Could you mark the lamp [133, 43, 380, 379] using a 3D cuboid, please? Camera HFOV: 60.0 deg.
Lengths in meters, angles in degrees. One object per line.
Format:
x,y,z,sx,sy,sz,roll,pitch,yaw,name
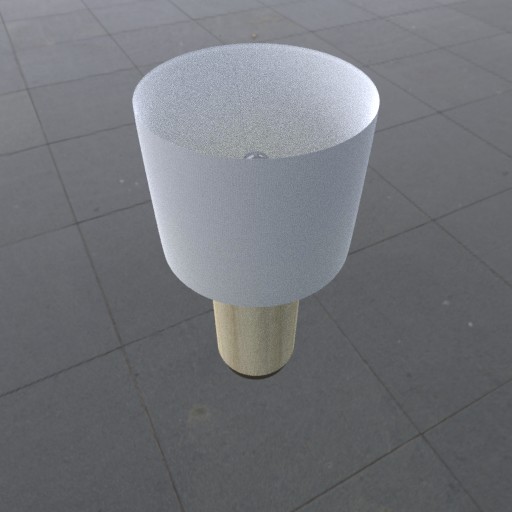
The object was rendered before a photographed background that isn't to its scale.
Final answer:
0.000,0.000,0.572,0.228,0.444,0.228,-9,47,-9,lamp
